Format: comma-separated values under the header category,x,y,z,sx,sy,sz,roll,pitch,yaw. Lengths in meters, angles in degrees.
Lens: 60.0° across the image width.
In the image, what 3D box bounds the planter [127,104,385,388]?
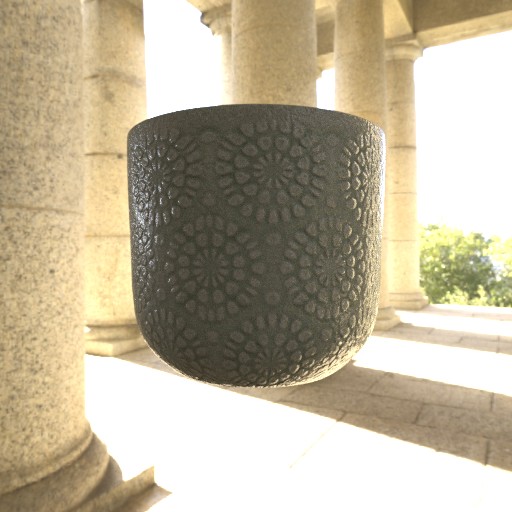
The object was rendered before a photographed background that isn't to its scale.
category,x,y,z,sx,sy,sz,roll,pitch,yaw
planter,0.000,0.000,0.303,0.169,0.153,0.169,0,1,0
